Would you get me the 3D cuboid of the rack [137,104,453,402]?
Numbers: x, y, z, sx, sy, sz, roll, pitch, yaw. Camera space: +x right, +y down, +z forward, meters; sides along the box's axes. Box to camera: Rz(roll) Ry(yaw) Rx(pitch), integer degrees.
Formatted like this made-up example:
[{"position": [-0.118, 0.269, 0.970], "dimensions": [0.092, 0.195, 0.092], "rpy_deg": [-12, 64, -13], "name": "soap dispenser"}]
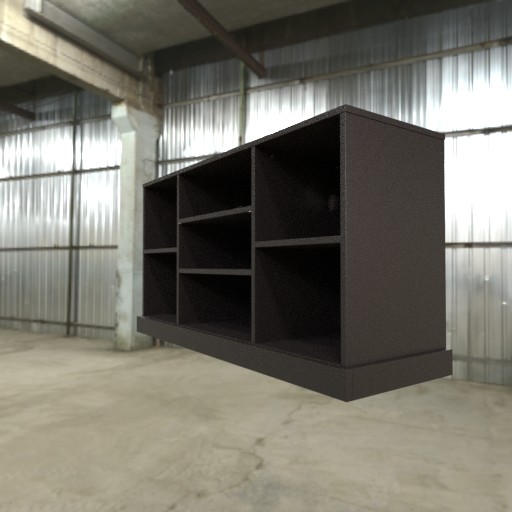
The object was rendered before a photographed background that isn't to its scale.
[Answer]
[{"position": [0.000, 0.000, 1.537], "dimensions": [0.399, 0.635, 1.206], "rpy_deg": [1, -1, -36], "name": "rack"}]
